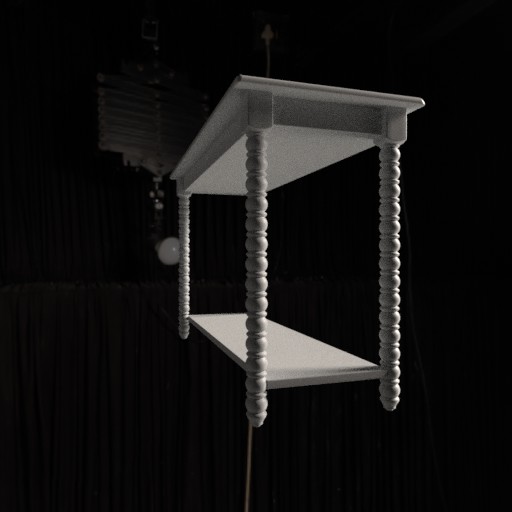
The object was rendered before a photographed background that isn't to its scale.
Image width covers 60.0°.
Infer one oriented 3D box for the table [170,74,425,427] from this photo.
[{"bbox_3d":[0.000,0.000,1.527,0.459,0.740,1.184,0,0,-18],"label":"table"}]
